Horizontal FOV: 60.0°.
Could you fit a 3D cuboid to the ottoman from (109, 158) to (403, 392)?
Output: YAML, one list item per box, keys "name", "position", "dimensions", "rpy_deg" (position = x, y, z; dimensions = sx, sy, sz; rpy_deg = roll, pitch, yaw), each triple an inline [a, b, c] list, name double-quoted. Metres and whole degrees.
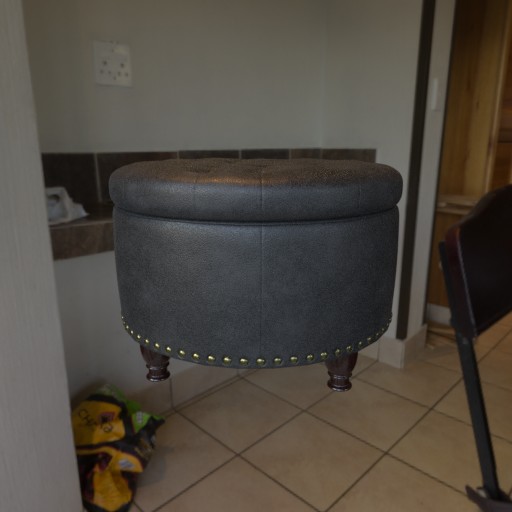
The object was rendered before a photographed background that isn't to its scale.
- name: "ottoman"
  position: [0.000, 0.000, 1.050]
  dimensions: [0.637, 0.442, 0.637]
  rpy_deg: [0, 14, 0]
